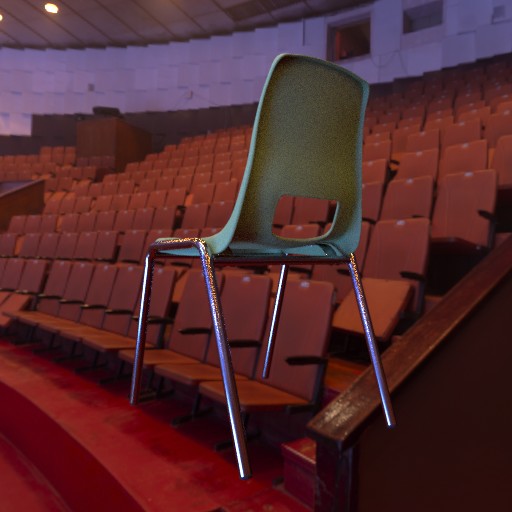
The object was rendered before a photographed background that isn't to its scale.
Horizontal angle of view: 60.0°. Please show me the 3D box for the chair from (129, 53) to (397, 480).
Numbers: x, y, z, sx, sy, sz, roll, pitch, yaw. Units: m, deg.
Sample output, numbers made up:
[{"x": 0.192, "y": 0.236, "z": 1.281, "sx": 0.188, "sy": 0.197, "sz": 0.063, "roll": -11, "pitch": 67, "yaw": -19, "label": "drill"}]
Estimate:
[{"x": 0.000, "y": 0.000, "z": 0.912, "sx": 0.381, "sy": 0.653, "sz": 0.436, "roll": 0, "pitch": 0, "yaw": -36, "label": "chair"}]
